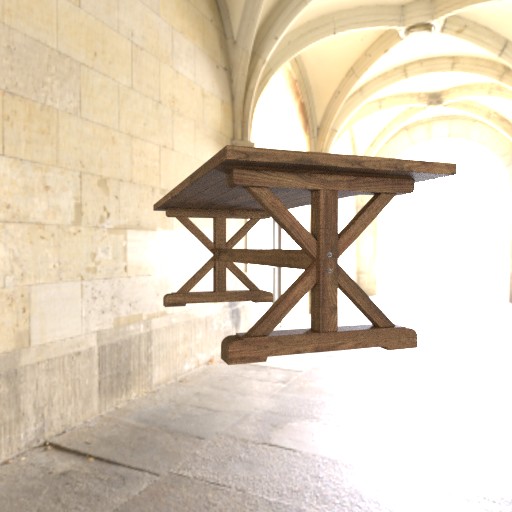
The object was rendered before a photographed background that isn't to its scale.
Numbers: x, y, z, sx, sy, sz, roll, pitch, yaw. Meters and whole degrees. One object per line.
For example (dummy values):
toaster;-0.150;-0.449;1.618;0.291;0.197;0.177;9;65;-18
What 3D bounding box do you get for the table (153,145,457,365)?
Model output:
table;0.000;0.000;2.495;0.907;0.733;2.031;0;1;-19
